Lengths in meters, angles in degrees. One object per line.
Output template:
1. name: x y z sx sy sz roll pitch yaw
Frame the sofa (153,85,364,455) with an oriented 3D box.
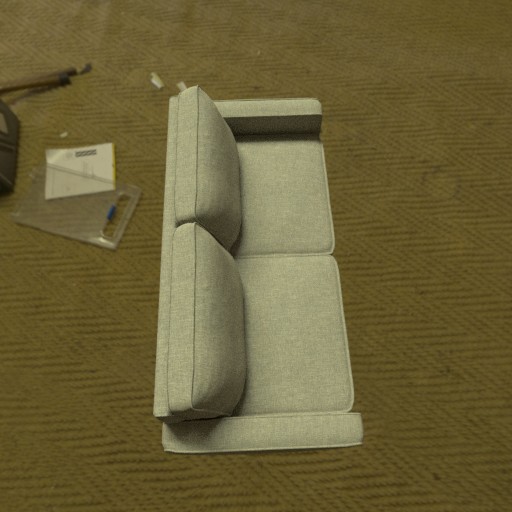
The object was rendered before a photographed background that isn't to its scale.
1. sofa: 0.000 0.000 2.552 0.945 0.918 2.078 -2 66 -1
